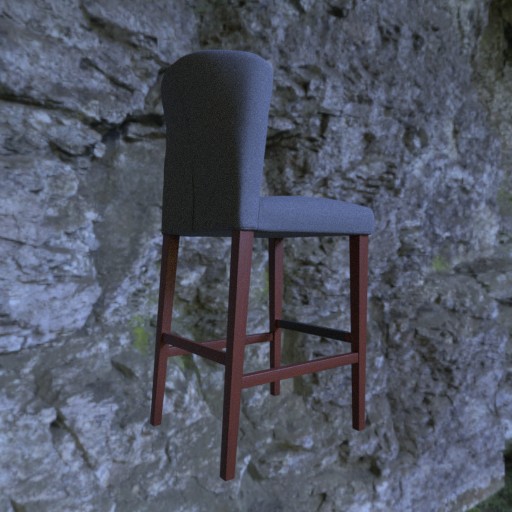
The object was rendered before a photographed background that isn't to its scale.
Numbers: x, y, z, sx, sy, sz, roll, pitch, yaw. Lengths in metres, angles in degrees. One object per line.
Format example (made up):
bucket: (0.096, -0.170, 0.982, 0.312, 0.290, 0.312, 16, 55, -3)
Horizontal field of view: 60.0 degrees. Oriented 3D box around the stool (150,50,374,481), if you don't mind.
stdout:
stool: (0.000, 0.000, 1.378, 0.568, 1.069, 0.481, -1, 1, -37)
